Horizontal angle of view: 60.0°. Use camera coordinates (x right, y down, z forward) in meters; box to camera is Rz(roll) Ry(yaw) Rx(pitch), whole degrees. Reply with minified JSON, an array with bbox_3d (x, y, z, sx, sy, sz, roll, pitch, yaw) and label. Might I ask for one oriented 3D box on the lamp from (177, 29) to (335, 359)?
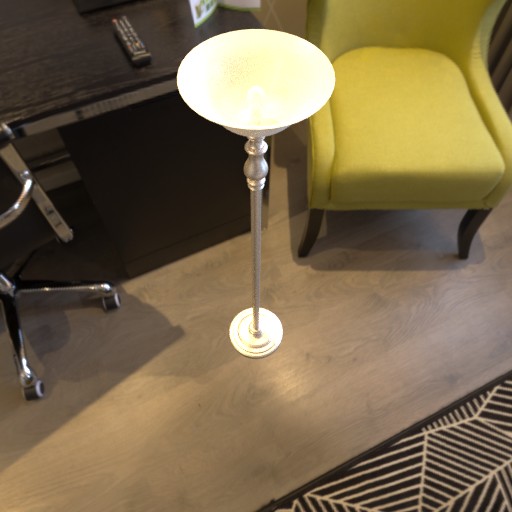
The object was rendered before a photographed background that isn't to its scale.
[{"bbox_3d":[0.000,0.000,1.894,0.405,1.771,0.405,29,63,17],"label":"lamp"}]
